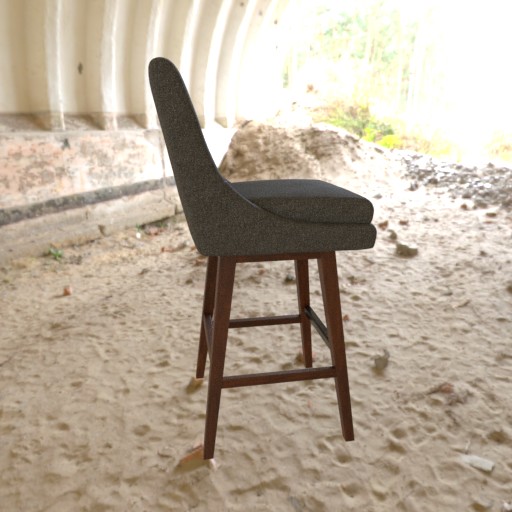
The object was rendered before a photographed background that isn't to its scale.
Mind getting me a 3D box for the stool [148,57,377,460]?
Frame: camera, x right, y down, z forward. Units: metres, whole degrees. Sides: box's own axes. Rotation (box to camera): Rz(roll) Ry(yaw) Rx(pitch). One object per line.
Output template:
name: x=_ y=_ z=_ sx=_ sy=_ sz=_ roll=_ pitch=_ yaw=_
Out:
stool: x=0.000 y=0.000 z=1.361 sx=0.572 sy=1.068 sz=0.489 roll=-3 pitch=17 yaw=-10
